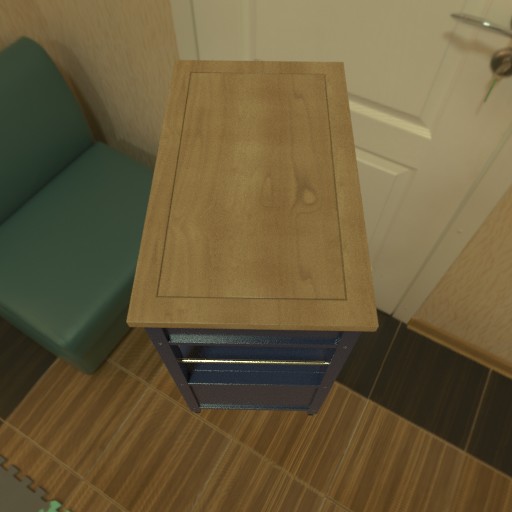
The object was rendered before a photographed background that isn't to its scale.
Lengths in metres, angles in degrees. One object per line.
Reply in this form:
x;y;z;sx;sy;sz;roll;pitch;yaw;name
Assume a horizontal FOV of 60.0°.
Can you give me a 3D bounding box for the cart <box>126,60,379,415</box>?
0.000;0.000;1.403;0.459;0.901;0.840;1;59;1;cart
